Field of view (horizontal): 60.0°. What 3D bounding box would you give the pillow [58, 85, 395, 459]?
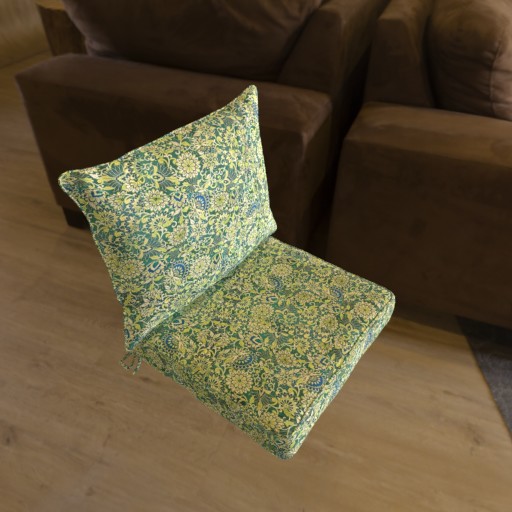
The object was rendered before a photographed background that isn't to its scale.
[{"bbox_3d":[0.000,0.000,1.360,0.740,0.722,0.798,26,47,28],"label":"pillow"}]
